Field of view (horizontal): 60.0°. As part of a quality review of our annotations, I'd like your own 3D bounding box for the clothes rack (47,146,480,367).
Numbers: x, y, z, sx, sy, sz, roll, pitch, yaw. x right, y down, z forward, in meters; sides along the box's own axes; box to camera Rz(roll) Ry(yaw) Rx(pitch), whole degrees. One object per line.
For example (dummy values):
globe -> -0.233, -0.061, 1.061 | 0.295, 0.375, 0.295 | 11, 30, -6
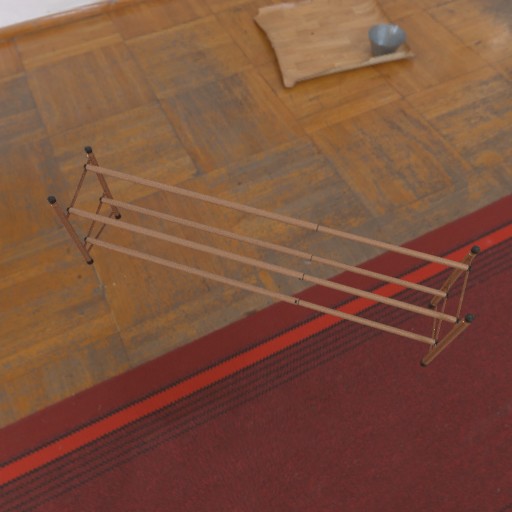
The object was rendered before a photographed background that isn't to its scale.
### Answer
clothes rack -> 0.000, 0.000, 1.348 | 1.168, 0.349, 0.229 | 16, 60, 10
